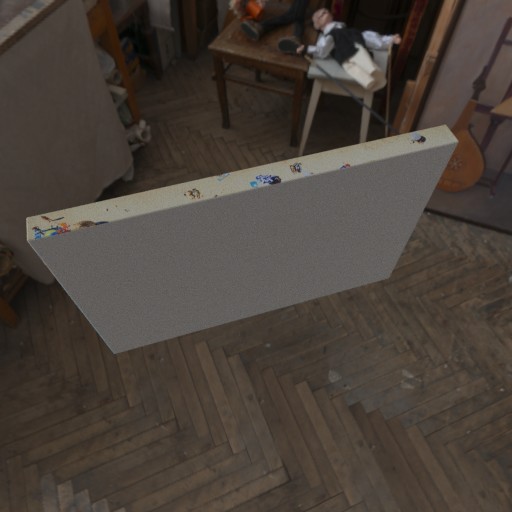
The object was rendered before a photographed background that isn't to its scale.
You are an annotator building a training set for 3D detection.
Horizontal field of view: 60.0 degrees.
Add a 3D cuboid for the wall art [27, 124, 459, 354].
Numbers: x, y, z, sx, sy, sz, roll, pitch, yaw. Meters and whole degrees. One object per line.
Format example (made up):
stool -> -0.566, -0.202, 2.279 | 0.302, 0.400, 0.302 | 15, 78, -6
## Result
wall art -> 0.000, 0.000, 0.781 | 0.609, 0.406, 0.039 | -14, 59, -9
